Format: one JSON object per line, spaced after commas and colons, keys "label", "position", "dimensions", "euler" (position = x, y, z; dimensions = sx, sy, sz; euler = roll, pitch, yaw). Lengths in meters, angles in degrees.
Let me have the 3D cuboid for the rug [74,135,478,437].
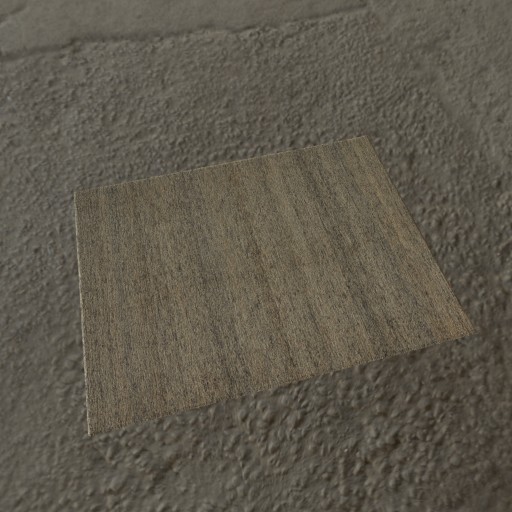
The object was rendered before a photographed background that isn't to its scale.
{"label": "rug", "position": [0.000, 0.000, 4.110], "dimensions": [3.199, 0.036, 2.414], "euler": [-13, 59, -8]}
